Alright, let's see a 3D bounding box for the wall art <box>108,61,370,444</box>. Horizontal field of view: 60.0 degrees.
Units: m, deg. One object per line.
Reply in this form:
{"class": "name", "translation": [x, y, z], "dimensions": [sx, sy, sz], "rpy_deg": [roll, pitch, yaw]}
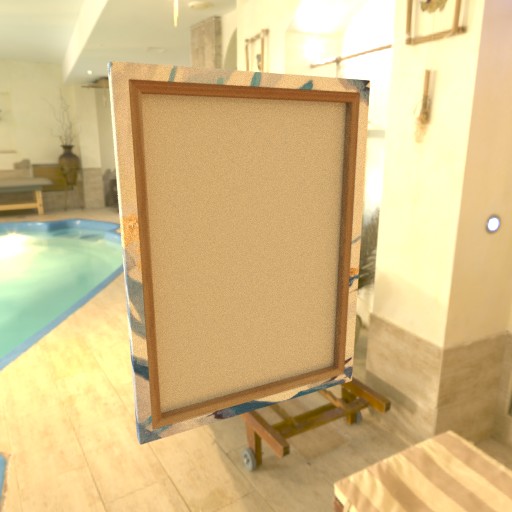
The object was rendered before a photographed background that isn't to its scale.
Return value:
{"class": "wall art", "translation": [0.000, 0.000, 1.315], "dimensions": [0.761, 1.015, 0.038], "rpy_deg": [-7, 17, -26]}
